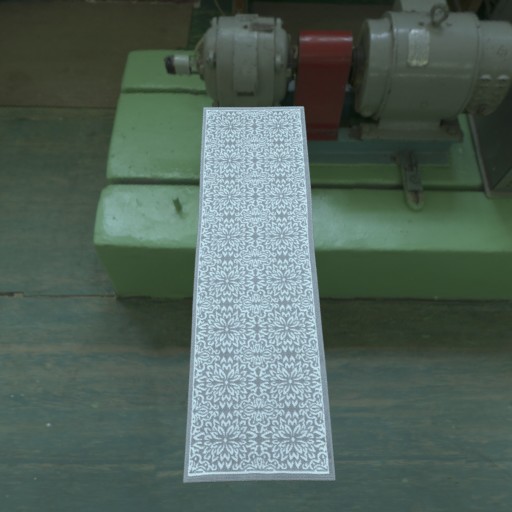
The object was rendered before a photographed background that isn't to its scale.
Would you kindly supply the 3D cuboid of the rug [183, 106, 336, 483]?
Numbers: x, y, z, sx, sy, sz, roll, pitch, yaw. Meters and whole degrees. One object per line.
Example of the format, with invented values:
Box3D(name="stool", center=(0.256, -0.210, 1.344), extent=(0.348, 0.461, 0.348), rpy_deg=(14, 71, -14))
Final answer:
Box3D(name="rug", center=(0.000, 0.000, 2.415), extent=(0.662, 0.011, 2.196), rpy_deg=(-1, 63, 0))
